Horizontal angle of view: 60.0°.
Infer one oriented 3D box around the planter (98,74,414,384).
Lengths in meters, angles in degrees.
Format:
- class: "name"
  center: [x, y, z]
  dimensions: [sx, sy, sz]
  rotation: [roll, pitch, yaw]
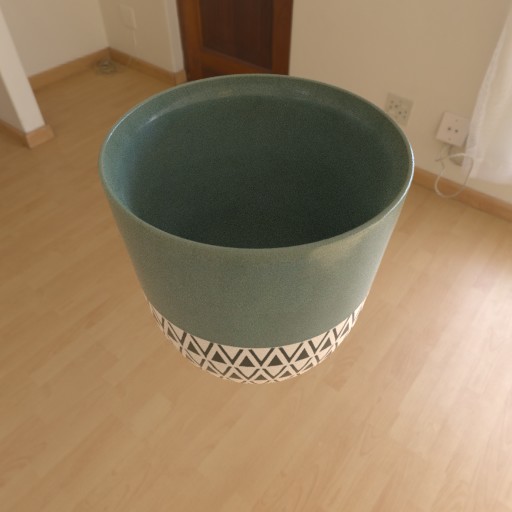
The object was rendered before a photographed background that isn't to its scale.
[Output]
- class: "planter"
  center: [0.000, 0.000, 0.362]
  dimensions: [0.198, 0.214, 0.198]
  rotation: [0, 47, 0]
